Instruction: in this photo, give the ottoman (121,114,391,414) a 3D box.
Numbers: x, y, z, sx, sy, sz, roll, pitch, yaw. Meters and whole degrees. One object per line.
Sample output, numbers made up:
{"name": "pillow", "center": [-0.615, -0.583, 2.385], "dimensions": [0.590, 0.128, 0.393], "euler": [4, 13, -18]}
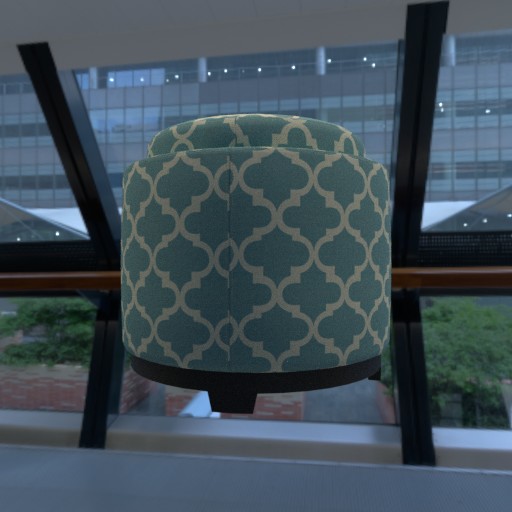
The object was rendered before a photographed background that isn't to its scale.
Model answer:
{"name": "ottoman", "center": [0.000, 0.000, 0.823], "dimensions": [0.480, 0.429, 0.480], "euler": [0, 0, 0]}
